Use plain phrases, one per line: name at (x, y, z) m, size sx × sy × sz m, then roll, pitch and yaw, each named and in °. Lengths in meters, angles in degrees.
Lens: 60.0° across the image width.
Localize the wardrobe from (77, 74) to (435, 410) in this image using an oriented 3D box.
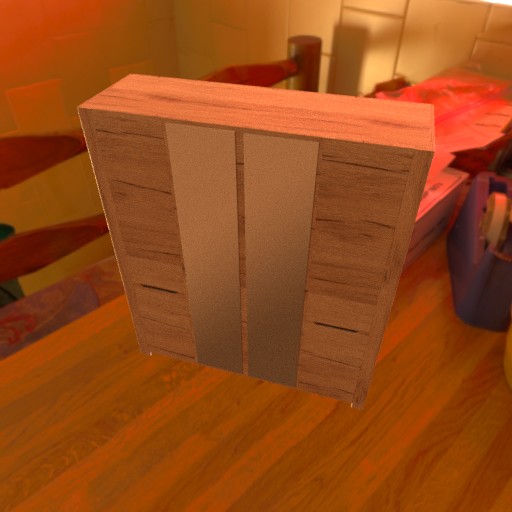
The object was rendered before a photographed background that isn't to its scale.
wardrobe at (0.000, 0.000, 3.014) m, size 1.810 × 2.070 × 0.580 m, roll 11°, pitch 41°, yaw 13°
